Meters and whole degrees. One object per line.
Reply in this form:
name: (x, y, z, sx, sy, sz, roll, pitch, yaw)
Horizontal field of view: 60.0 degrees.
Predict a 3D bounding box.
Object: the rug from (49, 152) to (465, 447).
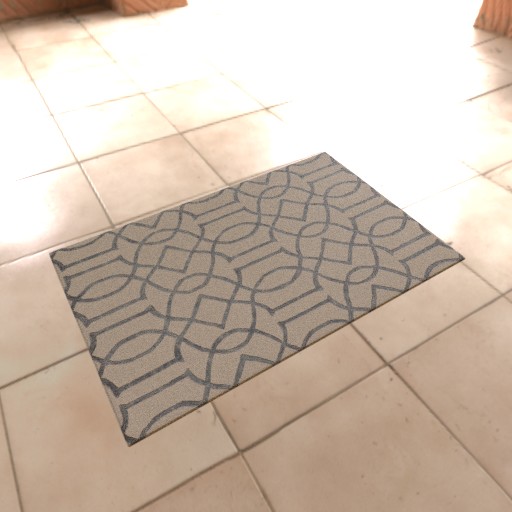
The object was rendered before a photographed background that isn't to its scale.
rug: (0.000, 0.000, 2.983, 2.365, 0.017, 1.521, -24, 50, -22)
